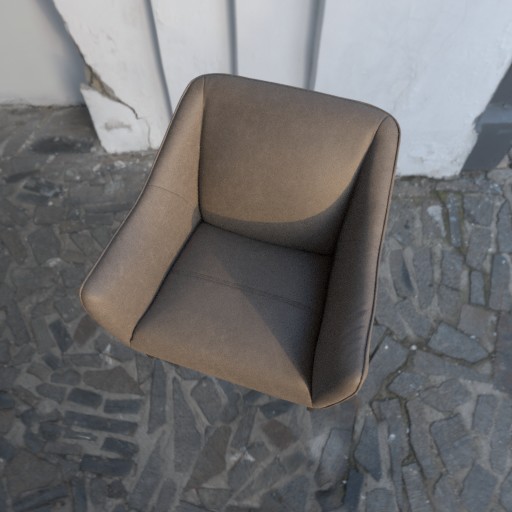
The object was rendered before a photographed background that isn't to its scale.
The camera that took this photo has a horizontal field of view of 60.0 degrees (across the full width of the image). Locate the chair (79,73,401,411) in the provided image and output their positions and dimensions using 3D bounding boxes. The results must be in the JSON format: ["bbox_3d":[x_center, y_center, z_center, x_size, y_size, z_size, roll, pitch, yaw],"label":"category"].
[{"bbox_3d":[0.000,0.000,1.592,0.871,0.830,0.852,16,60,9],"label":"chair"}]
